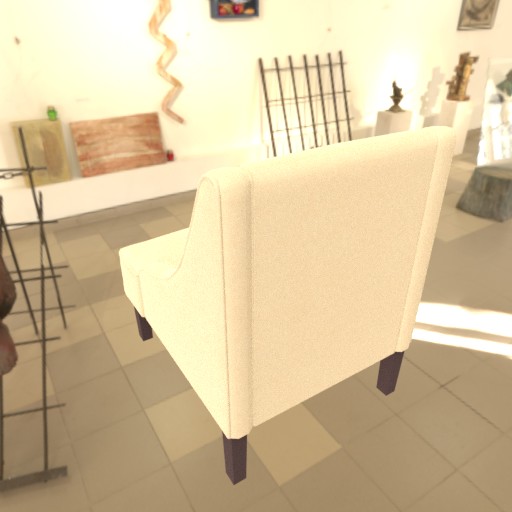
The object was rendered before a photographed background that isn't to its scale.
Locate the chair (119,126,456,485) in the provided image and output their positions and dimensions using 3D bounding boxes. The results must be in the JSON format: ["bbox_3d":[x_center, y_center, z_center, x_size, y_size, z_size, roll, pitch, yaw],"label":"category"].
[{"bbox_3d":[0.000,0.000,1.423,0.689,0.886,0.806,-18,34,-28],"label":"chair"}]
